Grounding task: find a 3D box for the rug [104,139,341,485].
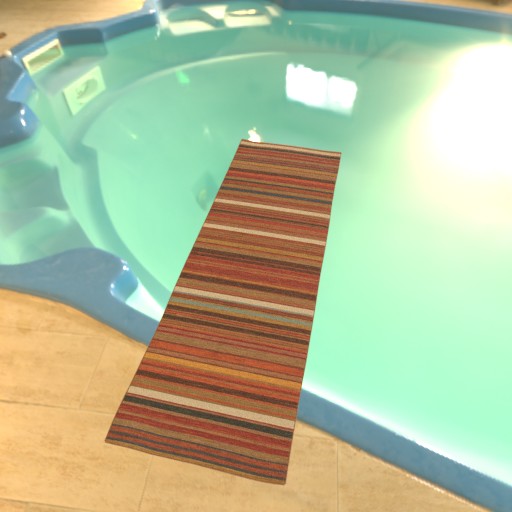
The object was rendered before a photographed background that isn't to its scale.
[{"bbox_3d":[0.000,0.000,2.660,0.799,0.030,2.444,9,48,9],"label":"rug"}]
